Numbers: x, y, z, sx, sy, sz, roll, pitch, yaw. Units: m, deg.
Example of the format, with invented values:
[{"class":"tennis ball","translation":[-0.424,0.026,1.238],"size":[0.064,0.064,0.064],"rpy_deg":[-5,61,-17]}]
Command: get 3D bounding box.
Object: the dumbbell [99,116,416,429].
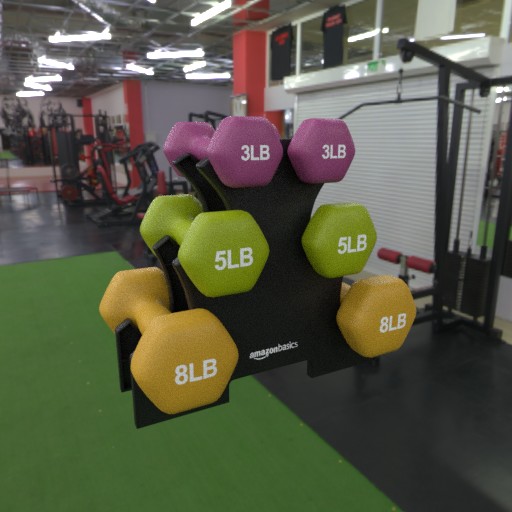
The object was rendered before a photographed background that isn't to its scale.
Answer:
[{"class":"dumbbell","translation":[0.000,0.000,0.464],"size":[0.300,0.271,0.190],"rpy_deg":[-8,16,-27]}]
